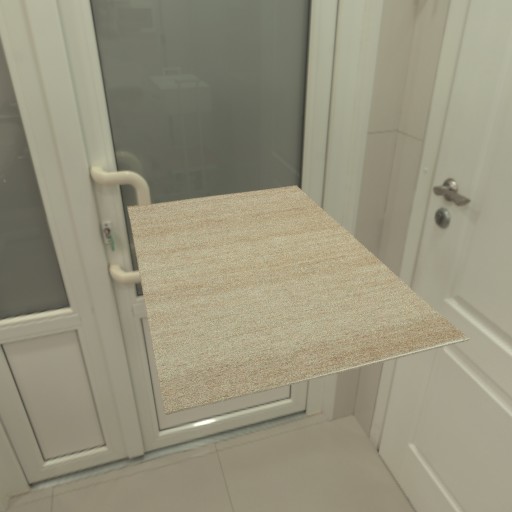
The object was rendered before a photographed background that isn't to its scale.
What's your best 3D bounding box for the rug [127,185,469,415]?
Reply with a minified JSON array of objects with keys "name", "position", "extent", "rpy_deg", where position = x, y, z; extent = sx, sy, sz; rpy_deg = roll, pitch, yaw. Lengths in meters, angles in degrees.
[{"name":"rug","position":[0.000,0.000,3.050],"extent":[1.574,0.029,2.346],"rpy_deg":[-9,31,-15]}]
